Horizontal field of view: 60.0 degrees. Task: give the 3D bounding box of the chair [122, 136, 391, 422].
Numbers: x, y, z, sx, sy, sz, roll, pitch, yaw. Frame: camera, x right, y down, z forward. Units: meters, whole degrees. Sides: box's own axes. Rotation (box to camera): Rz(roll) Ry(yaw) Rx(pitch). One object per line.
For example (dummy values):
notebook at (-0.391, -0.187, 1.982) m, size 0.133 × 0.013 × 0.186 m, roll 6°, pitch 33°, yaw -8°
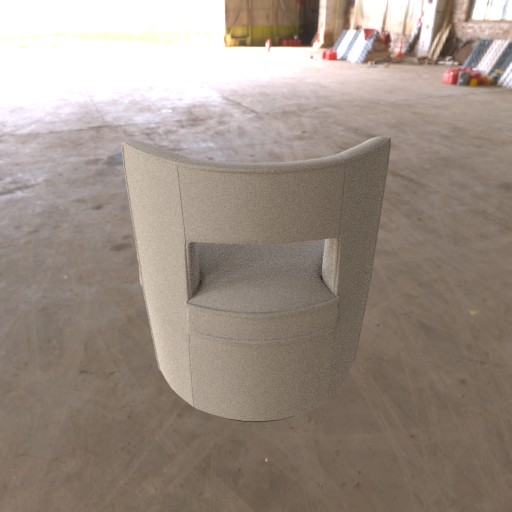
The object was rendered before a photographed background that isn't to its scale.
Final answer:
chair at (0.000, 0.000, 1.255) m, size 0.650 × 0.723 × 0.665 m, roll -2°, pitch 29°, yaw -3°
